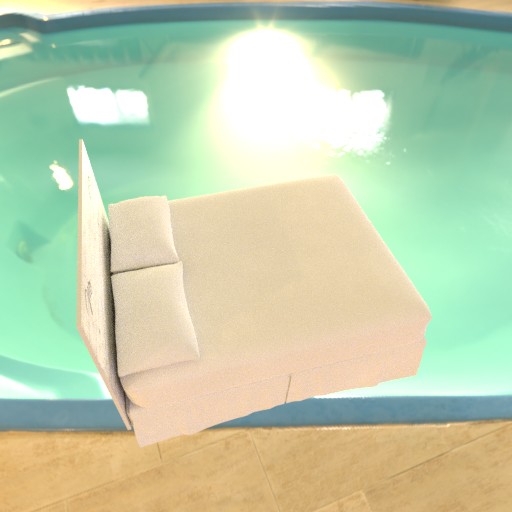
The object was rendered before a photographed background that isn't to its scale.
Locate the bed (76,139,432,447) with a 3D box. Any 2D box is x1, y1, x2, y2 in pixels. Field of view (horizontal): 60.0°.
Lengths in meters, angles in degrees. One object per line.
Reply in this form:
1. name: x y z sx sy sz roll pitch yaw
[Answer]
1. bed: 0.000 0.000 3.188 2.094 1.335 1.745 -11 47 -10
